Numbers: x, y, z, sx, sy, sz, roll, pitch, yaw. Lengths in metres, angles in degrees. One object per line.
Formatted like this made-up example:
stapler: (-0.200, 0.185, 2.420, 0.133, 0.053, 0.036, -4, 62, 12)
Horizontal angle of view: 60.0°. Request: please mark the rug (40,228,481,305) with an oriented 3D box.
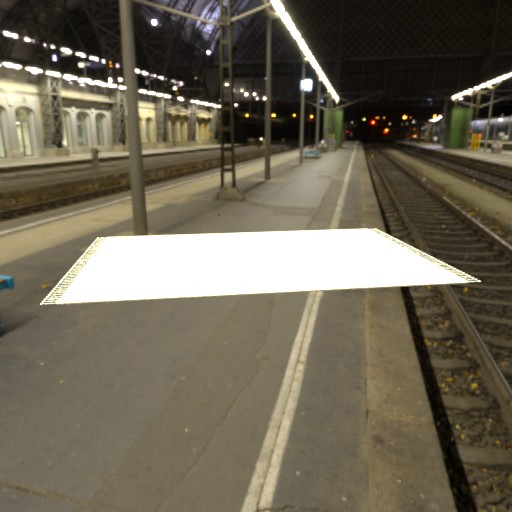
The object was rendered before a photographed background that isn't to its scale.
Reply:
rug: (0.000, 0.000, 3.140, 2.438, 0.010, 1.524, -2, 16, -8)
